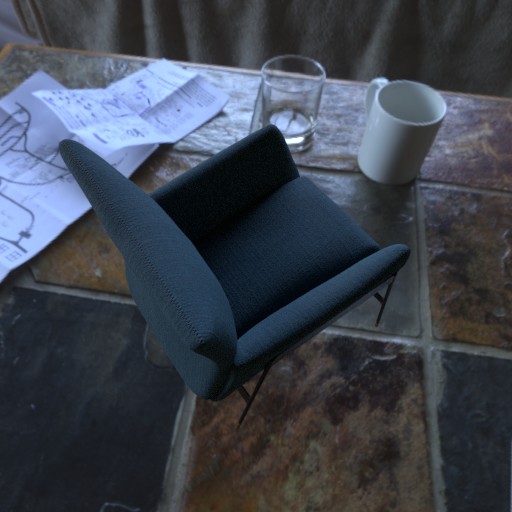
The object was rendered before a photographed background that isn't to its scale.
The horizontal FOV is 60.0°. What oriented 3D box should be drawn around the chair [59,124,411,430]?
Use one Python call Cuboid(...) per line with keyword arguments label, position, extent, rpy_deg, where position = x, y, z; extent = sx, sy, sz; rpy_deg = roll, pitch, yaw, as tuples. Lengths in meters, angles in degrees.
Cuboid(label="chair", position=(0.000, 0.000, 1.418), extent=(0.769, 0.859, 0.678), rpy_deg=(-31, 62, -19))
